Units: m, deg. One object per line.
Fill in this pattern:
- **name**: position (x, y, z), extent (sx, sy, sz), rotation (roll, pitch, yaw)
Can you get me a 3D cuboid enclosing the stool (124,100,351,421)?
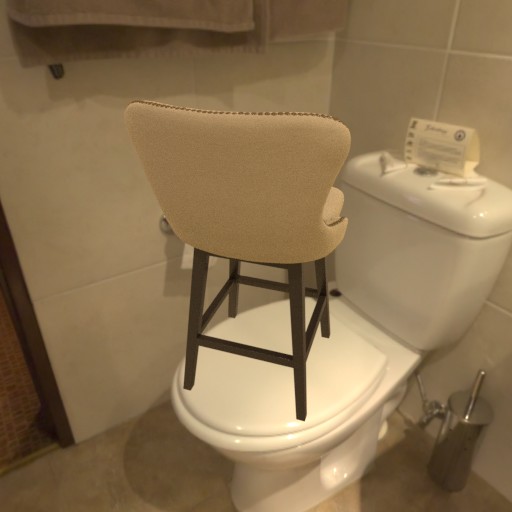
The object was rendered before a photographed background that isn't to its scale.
- **stool**: position (0.000, 0.000, 1.338), extent (0.528, 0.971, 0.593), rotation (10, 32, 16)
